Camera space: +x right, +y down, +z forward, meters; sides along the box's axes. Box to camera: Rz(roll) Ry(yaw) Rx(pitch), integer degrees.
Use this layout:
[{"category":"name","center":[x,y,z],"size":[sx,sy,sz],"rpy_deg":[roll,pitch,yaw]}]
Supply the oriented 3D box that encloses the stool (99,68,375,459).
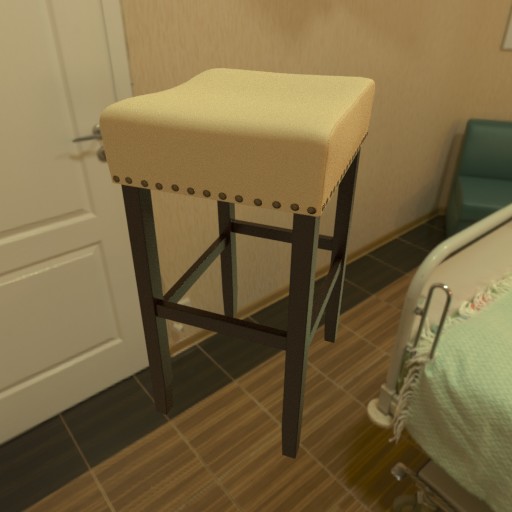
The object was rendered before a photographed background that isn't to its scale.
[{"category":"stool","center":[0.000,0.000,1.058],"size":[0.401,0.762,0.471],"rpy_deg":[11,33,18]}]
